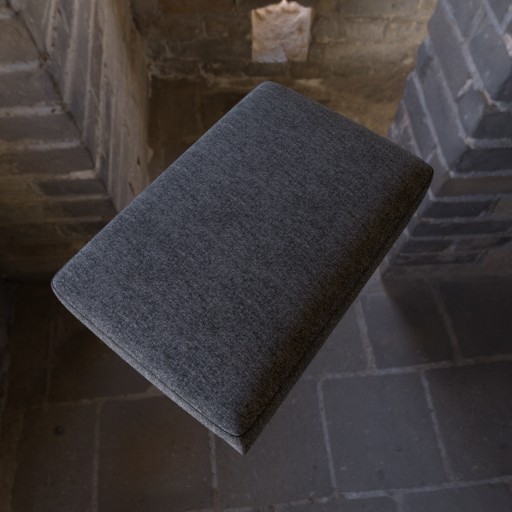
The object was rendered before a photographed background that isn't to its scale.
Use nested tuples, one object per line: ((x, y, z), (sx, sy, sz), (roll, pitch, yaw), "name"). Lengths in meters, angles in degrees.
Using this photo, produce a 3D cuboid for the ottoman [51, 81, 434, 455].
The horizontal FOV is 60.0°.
((0.000, 0.000, 1.235), (0.584, 0.483, 0.864), (34, 67, 16), "ottoman")
